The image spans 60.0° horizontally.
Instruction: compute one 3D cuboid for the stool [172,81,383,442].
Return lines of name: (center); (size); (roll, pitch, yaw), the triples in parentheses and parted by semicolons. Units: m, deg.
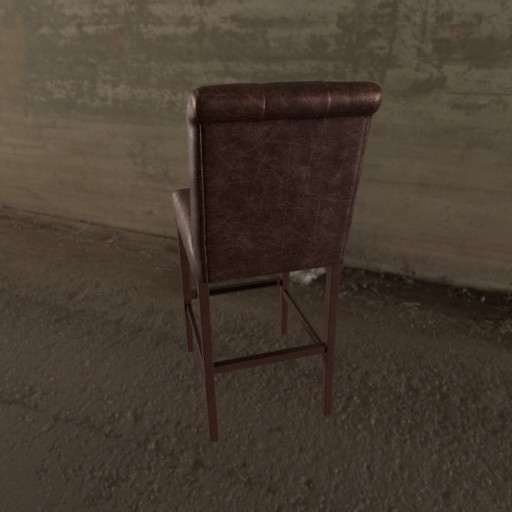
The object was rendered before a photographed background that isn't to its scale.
stool: (0.000, 0.000, 1.524); (0.483, 1.168, 0.659); (-7, 28, -14)
